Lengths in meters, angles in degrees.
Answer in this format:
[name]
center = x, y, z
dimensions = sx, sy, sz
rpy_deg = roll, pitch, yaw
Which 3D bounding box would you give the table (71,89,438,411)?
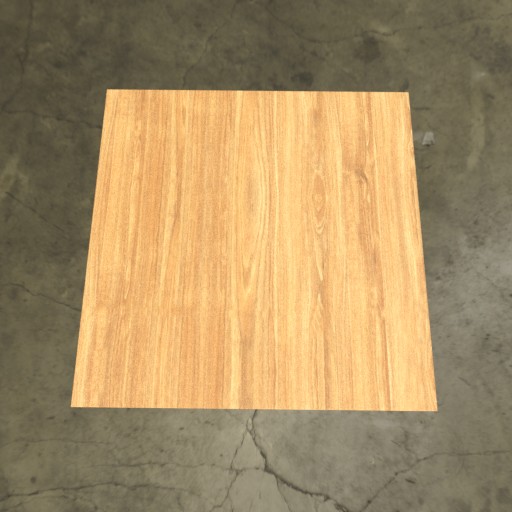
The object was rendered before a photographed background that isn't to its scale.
[table]
center = 0.000, 0.000, 1.421
dimensions = 0.900, 0.450, 0.900
rpy_deg = 1, 75, 0
